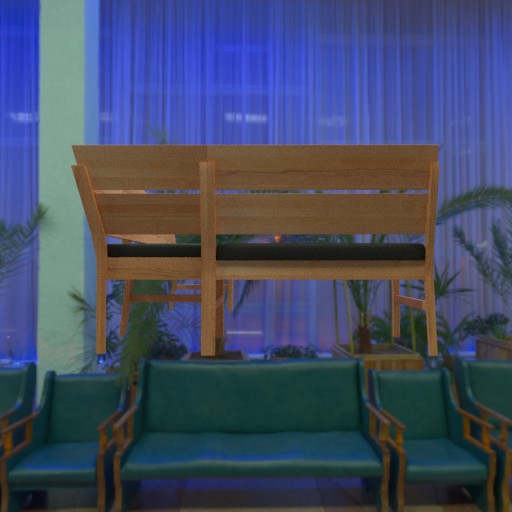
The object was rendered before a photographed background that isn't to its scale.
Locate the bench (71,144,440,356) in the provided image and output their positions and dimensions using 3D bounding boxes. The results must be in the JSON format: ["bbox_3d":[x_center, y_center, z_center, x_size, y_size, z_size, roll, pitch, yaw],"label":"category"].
[{"bbox_3d":[0.000,0.000,2.823,1.548,0.890,1.948,0,-1,0],"label":"bench"}]
